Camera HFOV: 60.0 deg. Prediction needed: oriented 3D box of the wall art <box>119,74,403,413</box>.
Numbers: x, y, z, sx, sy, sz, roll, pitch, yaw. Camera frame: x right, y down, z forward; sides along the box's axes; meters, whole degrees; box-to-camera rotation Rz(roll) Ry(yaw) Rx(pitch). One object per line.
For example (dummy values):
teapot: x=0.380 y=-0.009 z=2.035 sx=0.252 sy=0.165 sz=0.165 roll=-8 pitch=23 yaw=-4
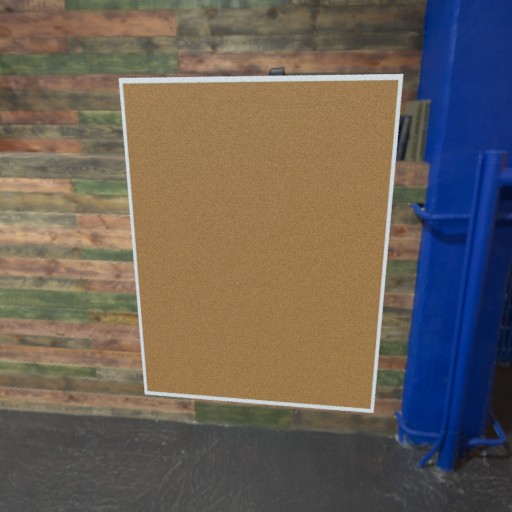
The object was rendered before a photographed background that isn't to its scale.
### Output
wall art: x=0.000 y=0.000 z=1.395 sx=0.795 sy=1.050 sz=0.039 roll=2 pitch=17 yaw=7
